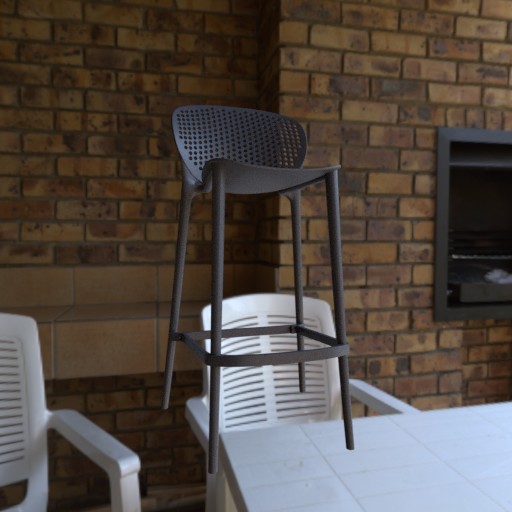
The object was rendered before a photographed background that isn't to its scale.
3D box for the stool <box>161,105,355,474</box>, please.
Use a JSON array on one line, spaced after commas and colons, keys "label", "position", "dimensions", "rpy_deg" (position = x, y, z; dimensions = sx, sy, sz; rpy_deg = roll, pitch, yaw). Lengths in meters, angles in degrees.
[{"label": "stool", "position": [0.000, 0.000, 1.358], "dimensions": [0.536, 1.045, 0.535], "rpy_deg": [-1, 2, -18]}]
